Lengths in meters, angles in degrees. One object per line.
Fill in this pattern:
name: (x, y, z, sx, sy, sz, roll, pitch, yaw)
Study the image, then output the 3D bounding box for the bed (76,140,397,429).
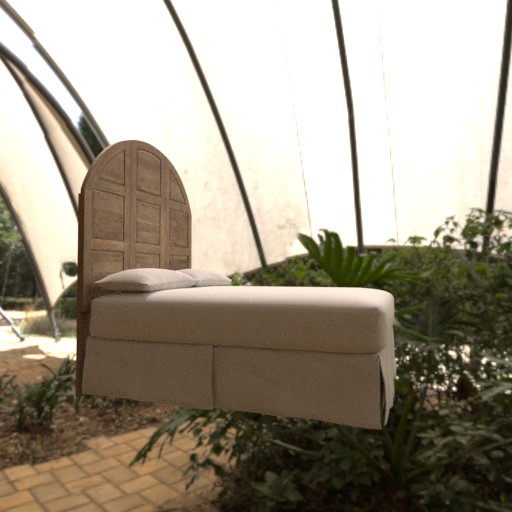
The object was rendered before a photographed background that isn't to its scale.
bed: (0.000, 0.000, 3.546, 2.112, 2.002, 1.713, -1, -2, 19)
